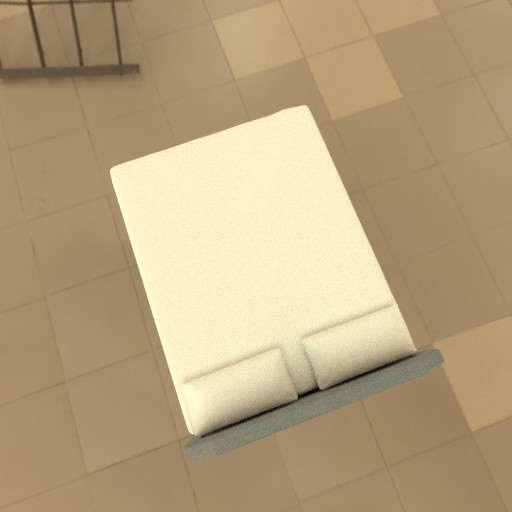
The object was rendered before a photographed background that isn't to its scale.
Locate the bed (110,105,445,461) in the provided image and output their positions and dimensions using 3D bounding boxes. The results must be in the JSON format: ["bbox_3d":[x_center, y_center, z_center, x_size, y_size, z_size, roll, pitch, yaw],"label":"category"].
[{"bbox_3d":[0.000,0.000,3.605,1.977,1.306,2.464,-19,76,-5],"label":"bed"}]
